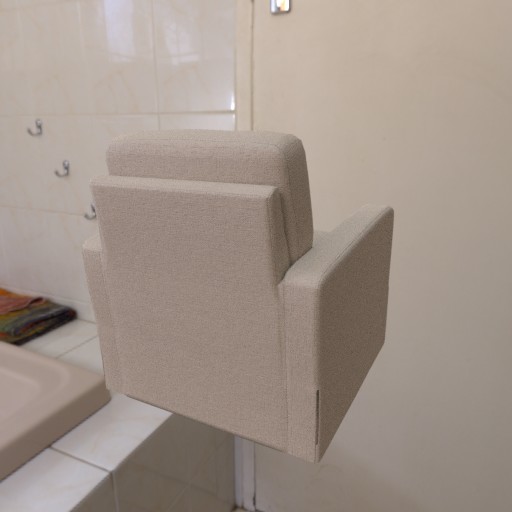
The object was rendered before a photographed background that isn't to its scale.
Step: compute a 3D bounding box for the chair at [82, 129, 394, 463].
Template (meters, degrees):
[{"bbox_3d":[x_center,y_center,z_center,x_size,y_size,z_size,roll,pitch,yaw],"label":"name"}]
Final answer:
[{"bbox_3d":[0.000,0.000,1.503,0.755,0.827,0.888,8,18,27],"label":"chair"}]
